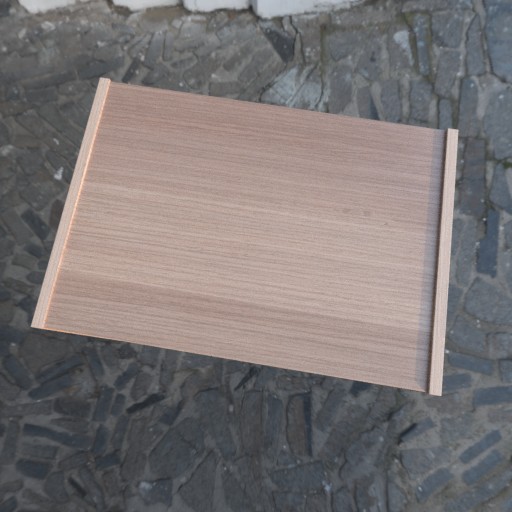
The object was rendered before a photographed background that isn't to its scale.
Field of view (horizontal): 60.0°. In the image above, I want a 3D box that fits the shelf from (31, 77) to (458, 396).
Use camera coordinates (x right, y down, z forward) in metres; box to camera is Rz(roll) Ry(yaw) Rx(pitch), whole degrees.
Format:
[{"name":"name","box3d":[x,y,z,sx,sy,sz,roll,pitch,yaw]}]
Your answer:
[{"name":"shelf","box3d":[0.000,0.000,0.621,0.415,0.305,0.290,9,77,2]}]
